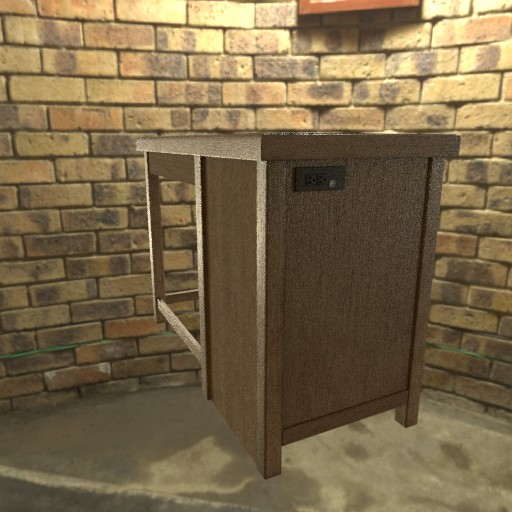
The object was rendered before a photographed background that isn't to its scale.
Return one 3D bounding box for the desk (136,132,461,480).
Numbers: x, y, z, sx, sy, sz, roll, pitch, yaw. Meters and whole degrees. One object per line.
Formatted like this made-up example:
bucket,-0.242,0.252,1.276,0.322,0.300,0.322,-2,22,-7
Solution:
desk,0.000,0.000,1.746,0.610,0.912,1.289,-7,16,-25
